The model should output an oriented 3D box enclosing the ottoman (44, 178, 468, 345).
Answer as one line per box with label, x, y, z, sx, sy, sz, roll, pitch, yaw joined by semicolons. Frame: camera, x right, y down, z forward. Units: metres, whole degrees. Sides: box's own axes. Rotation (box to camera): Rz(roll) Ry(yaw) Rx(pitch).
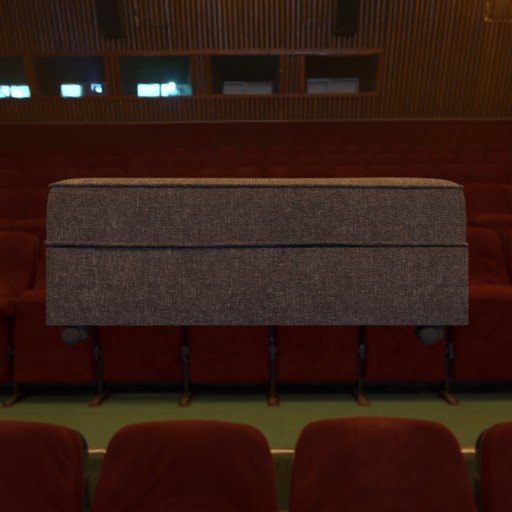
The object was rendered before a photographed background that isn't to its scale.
ottoman;0.000;0.000;1.546;1.184;0.487;0.717;0;0;0
